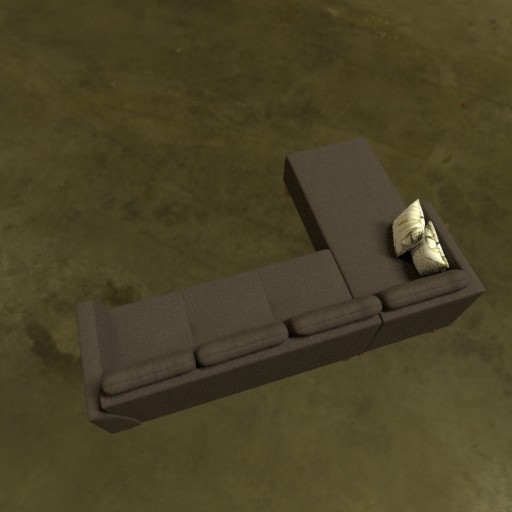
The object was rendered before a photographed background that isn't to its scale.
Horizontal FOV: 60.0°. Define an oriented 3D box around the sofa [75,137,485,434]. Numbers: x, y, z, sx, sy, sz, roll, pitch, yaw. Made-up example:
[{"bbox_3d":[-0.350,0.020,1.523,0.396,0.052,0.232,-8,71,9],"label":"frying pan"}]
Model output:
[{"bbox_3d":[0.000,0.000,3.470,2.679,0.932,1.829,-15,61,-9],"label":"sofa"}]
